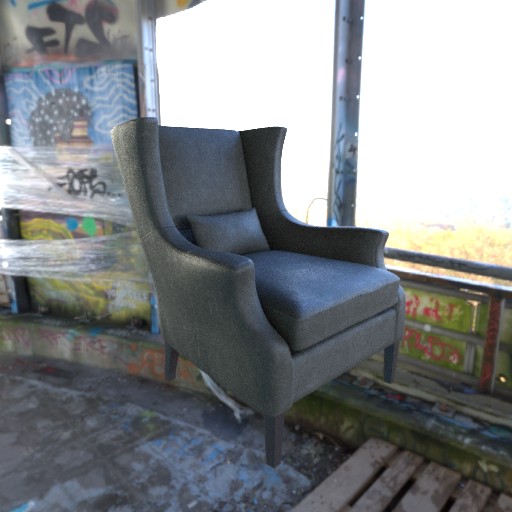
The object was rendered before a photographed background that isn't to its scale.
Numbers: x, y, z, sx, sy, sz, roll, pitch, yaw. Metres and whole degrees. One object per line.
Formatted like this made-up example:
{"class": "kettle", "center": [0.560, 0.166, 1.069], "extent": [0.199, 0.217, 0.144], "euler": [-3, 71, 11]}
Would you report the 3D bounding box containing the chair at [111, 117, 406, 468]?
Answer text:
{"class": "chair", "center": [0.000, 0.000, 1.722], "extent": [0.926, 1.016, 0.853], "euler": [12, 18, 43]}
